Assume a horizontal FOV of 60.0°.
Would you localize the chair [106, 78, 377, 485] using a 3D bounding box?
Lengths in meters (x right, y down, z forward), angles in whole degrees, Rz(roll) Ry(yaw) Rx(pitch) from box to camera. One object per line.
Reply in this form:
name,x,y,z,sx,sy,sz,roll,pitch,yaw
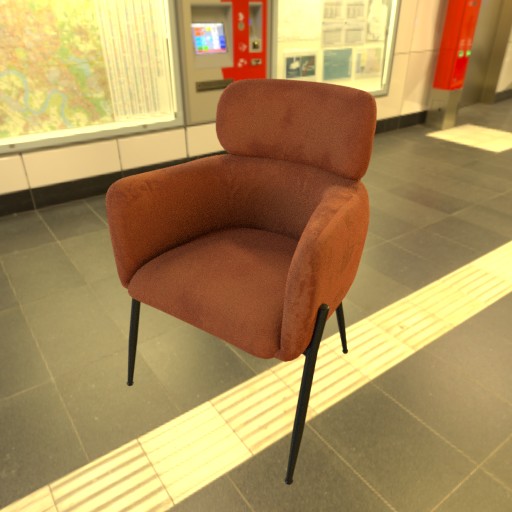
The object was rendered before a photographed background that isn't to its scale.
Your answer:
chair,0.000,0.000,1.113,0.561,0.772,0.523,19,34,30
